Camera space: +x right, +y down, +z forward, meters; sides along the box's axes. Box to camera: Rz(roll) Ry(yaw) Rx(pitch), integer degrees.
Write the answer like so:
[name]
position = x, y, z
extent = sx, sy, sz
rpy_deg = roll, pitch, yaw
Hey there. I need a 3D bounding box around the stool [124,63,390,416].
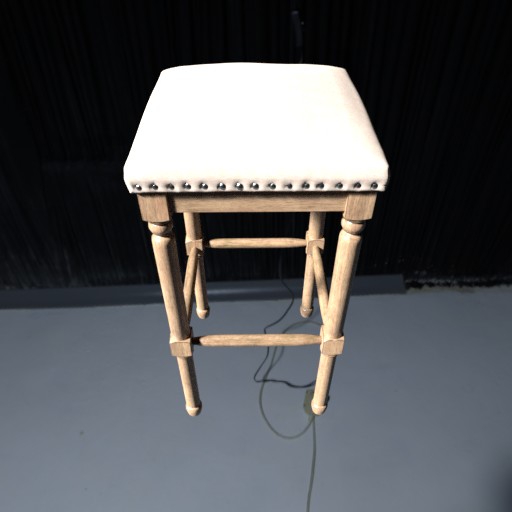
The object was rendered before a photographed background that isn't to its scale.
[stool]
position = 0.000, 0.000, 0.983
extent = 0.382, 0.768, 0.383
rpy_deg = -1, 42, -1
